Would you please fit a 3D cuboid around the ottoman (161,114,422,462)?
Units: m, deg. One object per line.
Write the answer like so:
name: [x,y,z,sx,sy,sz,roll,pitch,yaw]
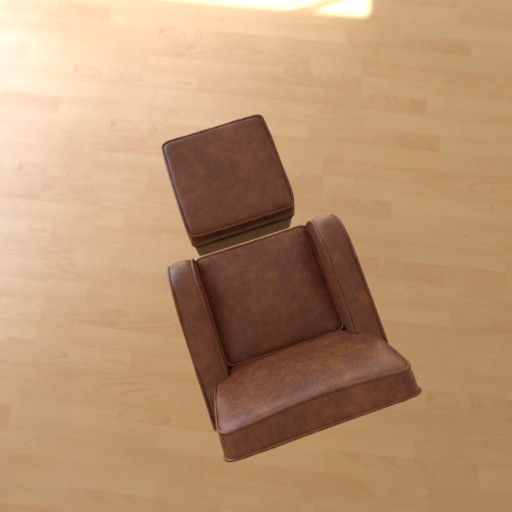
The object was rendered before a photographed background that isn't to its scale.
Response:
ottoman: [0.000,0.000,1.851,0.732,0.904,1.314,-18,77,-4]
